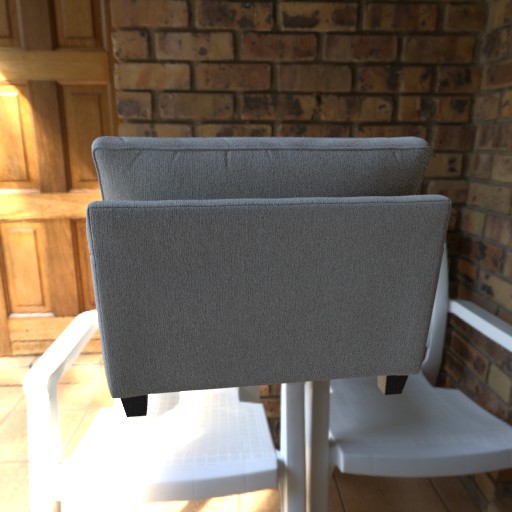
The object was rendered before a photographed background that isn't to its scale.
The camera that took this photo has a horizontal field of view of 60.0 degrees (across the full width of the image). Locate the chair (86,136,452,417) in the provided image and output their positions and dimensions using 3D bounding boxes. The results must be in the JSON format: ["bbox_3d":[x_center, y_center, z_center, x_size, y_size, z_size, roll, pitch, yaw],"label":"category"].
[{"bbox_3d":[0.000,0.000,1.962,1.220,1.016,1.041,-2,14,-8],"label":"chair"}]
